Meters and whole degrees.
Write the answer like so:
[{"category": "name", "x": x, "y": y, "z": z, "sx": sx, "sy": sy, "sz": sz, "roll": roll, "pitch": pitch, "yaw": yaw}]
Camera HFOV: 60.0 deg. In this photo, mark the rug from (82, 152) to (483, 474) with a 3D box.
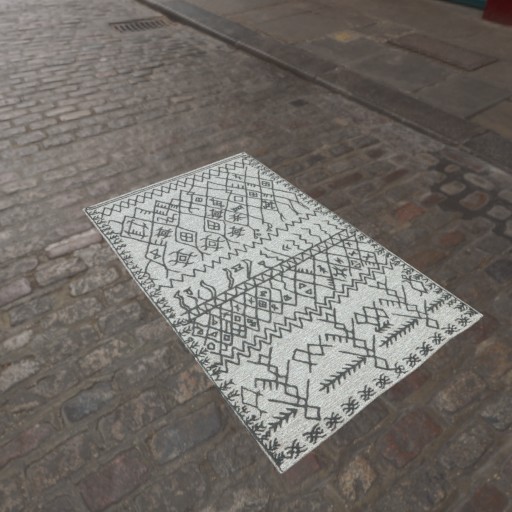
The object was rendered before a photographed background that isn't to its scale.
[{"category": "rug", "x": 0.000, "y": 0.000, "z": 4.703, "sx": 2.393, "sy": 0.019, "sz": 3.824, "roll": -26, "pitch": 48, "yaw": -26}]
